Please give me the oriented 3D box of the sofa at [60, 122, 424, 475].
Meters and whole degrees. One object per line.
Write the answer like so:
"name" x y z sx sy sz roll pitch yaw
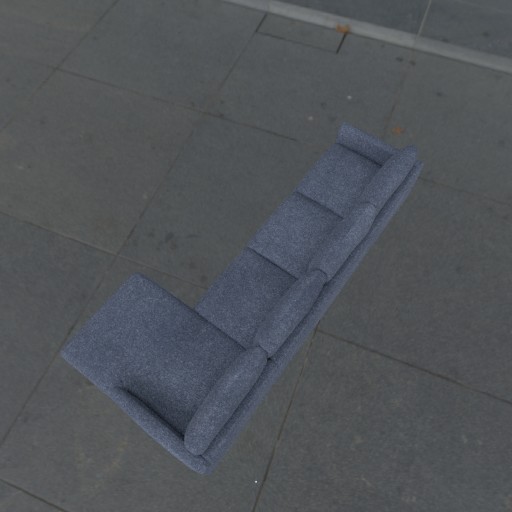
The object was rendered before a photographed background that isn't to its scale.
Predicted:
"sofa" 0.000 0.000 3.485 1.350 0.810 2.932 34 68 16
